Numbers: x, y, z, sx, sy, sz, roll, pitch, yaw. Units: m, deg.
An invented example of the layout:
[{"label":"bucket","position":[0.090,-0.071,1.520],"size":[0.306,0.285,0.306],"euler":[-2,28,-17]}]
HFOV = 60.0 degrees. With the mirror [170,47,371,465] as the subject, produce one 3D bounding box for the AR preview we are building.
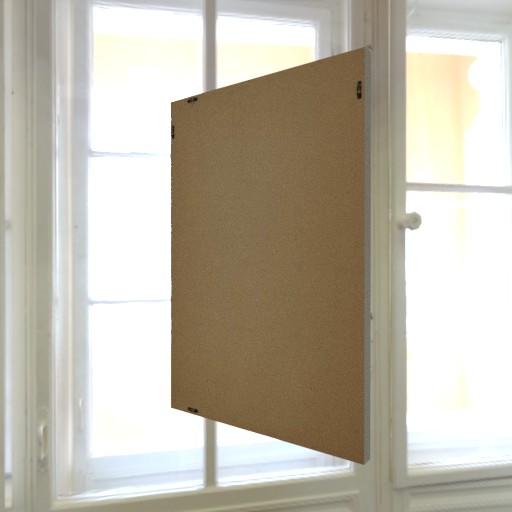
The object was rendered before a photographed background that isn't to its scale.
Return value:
[{"label":"mirror","position":[0.000,0.000,1.160],"size":[0.609,0.915,0.040],"euler":[0,1,36]}]
